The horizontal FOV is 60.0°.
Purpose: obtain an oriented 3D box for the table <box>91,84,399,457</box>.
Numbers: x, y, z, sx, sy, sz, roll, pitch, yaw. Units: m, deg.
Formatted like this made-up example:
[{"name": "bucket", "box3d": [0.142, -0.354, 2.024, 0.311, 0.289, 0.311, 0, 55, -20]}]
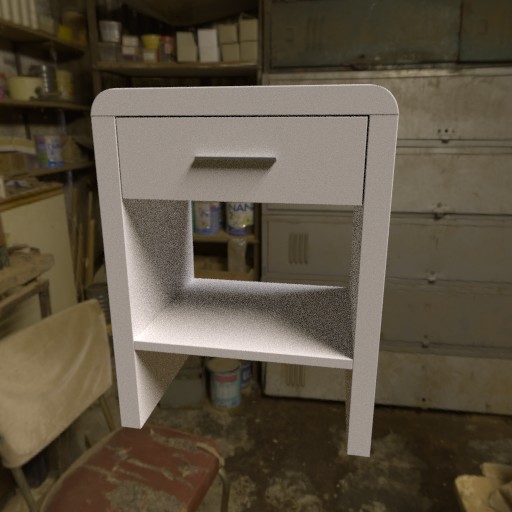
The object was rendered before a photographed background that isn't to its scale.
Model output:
[{"name": "table", "box3d": [0.000, 0.000, 0.861, 0.450, 0.590, 0.350, 3, 16, 10]}]
